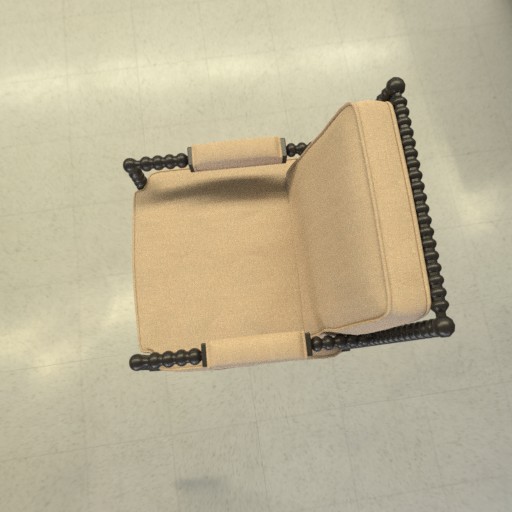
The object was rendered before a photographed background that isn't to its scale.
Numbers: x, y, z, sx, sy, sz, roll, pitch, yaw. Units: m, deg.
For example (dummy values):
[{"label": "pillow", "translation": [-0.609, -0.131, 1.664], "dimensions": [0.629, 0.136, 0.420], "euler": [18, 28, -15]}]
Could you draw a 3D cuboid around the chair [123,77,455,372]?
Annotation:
[{"label": "chair", "translation": [0.000, 0.000, 1.154], "dimensions": [0.657, 0.703, 0.555], "euler": [-6, 76, -1]}]
